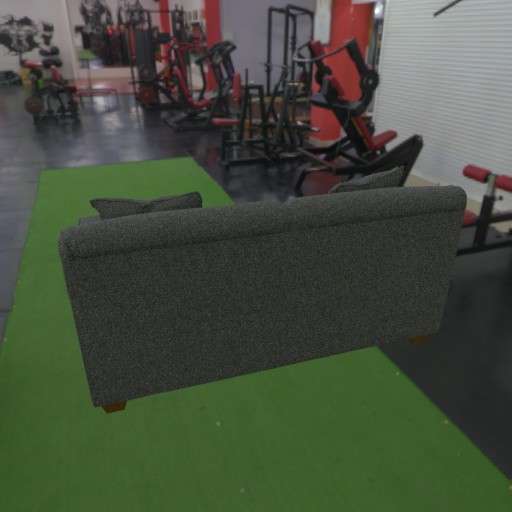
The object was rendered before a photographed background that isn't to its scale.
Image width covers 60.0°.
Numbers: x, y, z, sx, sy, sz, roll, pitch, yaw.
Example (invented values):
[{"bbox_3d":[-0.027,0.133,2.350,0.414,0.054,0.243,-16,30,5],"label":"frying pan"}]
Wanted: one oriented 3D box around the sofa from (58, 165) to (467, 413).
[{"bbox_3d":[0.000,0.000,2.450,1.846,0.958,0.998,-8,27,-16],"label":"sofa"}]
